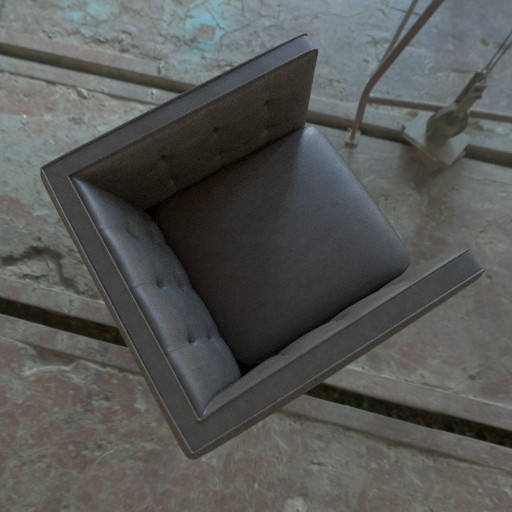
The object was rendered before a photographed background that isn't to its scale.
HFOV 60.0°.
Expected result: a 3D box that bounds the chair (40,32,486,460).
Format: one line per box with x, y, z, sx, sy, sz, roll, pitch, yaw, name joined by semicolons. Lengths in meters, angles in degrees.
0.000;0.000;1.523;0.894;0.790;0.880;-30;77;-8;chair
